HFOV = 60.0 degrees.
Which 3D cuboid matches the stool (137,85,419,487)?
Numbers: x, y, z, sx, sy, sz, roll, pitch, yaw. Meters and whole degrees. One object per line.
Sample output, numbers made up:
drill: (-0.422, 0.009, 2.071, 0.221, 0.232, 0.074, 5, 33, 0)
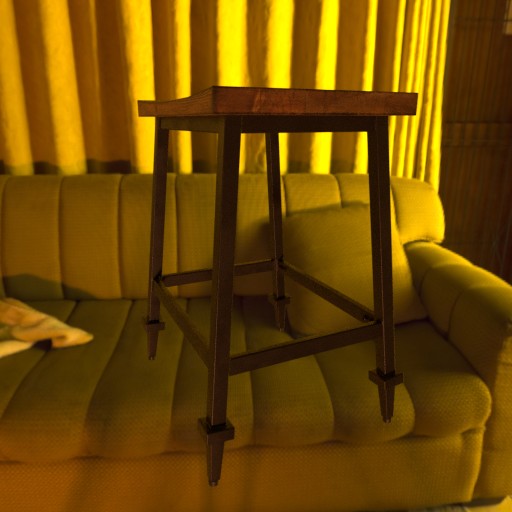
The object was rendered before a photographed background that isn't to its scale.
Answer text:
stool: (0.000, 0.000, 0.924, 0.405, 0.625, 0.486, -8, 19, -24)
